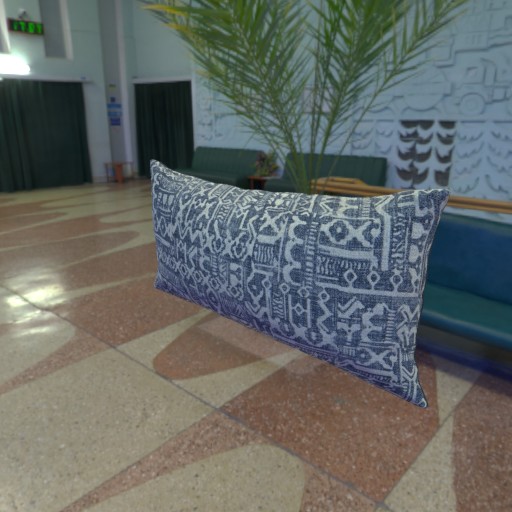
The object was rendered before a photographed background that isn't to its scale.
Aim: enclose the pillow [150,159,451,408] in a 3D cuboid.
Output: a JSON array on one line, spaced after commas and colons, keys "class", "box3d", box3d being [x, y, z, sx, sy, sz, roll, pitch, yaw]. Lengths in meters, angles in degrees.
[{"class": "pillow", "box3d": [0.000, 0.000, 0.754, 0.631, 0.292, 0.148, 16, 23, 41]}]
